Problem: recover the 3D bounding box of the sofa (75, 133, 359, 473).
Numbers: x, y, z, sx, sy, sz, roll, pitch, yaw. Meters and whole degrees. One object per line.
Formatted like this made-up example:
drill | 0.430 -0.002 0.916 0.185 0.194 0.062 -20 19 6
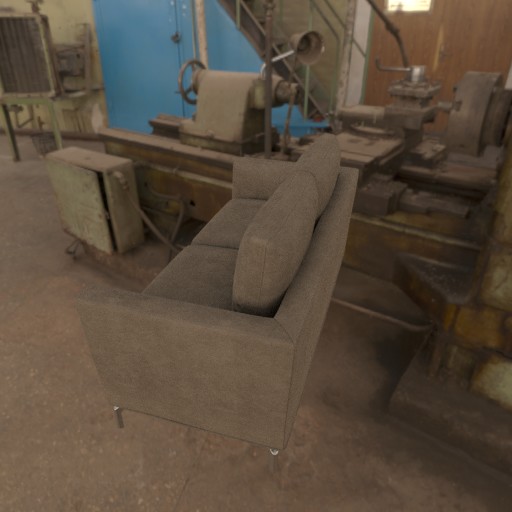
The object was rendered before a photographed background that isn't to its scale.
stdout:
sofa | 0.000 0.000 2.388 0.855 1.013 1.832 9 31 15
